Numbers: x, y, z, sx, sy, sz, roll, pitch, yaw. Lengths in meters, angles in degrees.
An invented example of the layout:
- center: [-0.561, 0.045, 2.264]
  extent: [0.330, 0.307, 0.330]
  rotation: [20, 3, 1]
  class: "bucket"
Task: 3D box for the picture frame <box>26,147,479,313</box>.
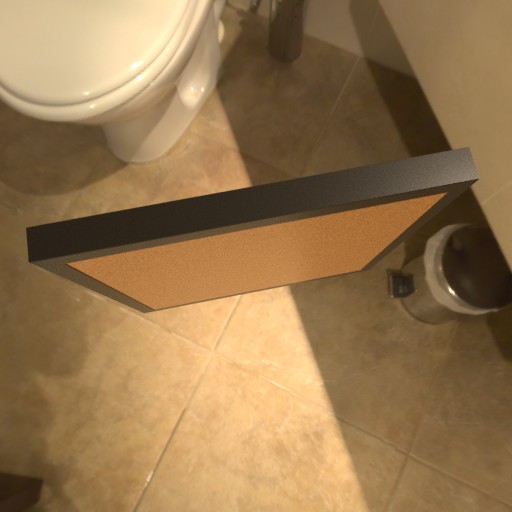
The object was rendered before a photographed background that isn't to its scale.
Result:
- center: [0.000, 0.000, 0.517]
  extent: [0.355, 0.353, 0.029]
  rotation: [-11, 77, -3]
  class: "picture frame"
